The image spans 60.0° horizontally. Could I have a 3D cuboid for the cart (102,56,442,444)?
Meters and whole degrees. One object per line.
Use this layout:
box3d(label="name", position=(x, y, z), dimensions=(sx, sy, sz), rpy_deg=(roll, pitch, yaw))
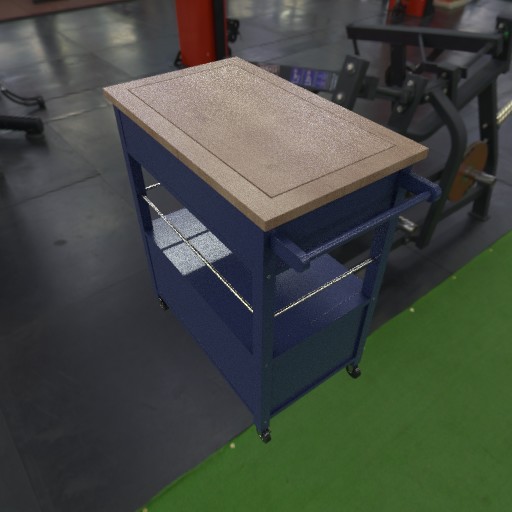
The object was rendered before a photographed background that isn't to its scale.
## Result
box3d(label="cart", position=(0.000, 0.000, 1.394), dimensions=(0.459, 0.901, 0.840), rpy_deg=(-26, 48, -26))
